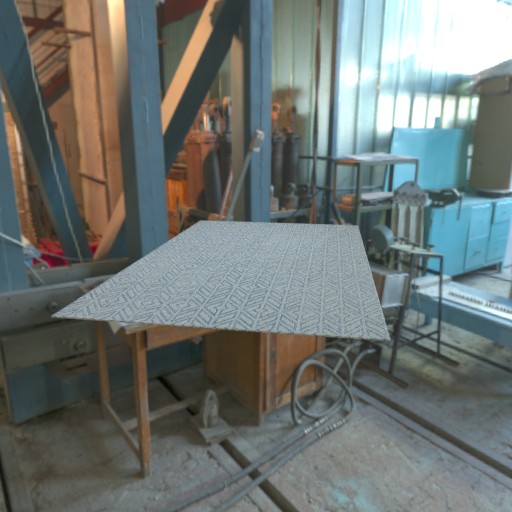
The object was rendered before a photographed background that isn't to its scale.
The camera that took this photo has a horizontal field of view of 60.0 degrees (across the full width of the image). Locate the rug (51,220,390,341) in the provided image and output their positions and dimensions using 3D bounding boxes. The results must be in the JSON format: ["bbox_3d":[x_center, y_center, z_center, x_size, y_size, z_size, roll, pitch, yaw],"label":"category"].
[{"bbox_3d":[0.000,0.000,3.102,1.526,0.008,2.441,2,15,9],"label":"rug"}]
